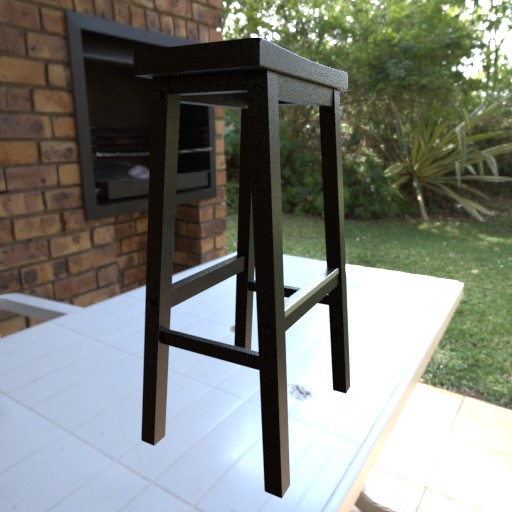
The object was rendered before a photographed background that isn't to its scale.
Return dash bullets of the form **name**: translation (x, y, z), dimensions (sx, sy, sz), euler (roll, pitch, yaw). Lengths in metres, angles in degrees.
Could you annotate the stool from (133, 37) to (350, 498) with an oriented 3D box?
- **stool**: translation (0.000, 0.000, 0.921), dimensions (0.322, 0.742, 0.406), euler (8, 17, 27)
